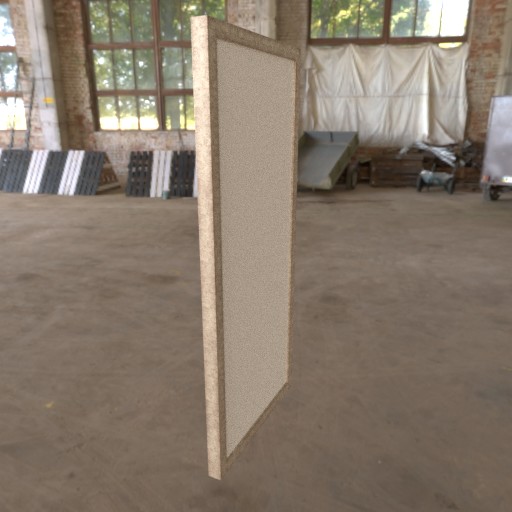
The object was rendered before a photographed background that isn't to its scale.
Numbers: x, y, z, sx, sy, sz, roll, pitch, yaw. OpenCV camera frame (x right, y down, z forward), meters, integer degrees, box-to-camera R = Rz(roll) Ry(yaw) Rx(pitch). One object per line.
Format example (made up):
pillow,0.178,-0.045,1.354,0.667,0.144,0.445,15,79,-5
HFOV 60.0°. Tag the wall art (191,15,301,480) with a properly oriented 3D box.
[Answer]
wall art,0.000,0.000,1.621,0.051,1.461,0.648,9,19,25
